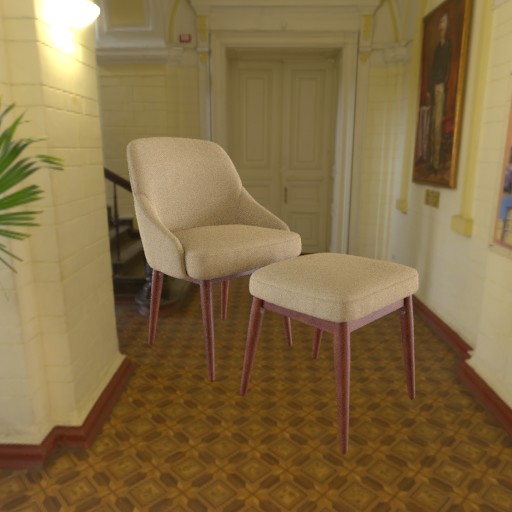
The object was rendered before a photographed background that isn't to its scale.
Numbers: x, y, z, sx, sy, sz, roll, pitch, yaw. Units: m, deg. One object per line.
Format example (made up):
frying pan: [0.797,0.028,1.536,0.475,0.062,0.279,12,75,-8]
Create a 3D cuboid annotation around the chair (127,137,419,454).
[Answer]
chair: [0.000,0.000,1.635,0.584,0.866,1.114,-13,19,-43]
